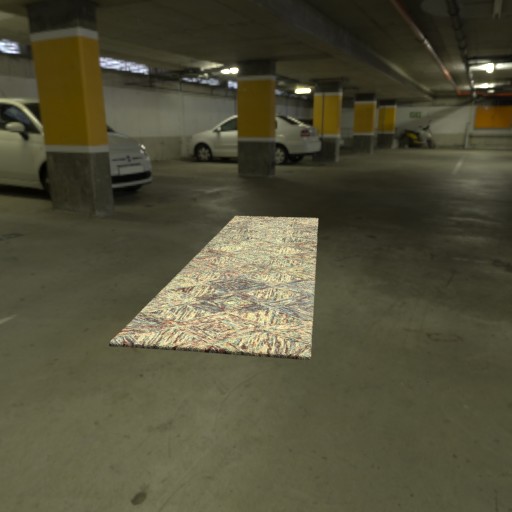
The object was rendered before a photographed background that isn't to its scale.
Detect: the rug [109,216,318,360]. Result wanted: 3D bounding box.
[{"bbox_3d":[0.000,0.000,2.551,0.688,0.015,2.292,2,16,8],"label":"rug"}]
